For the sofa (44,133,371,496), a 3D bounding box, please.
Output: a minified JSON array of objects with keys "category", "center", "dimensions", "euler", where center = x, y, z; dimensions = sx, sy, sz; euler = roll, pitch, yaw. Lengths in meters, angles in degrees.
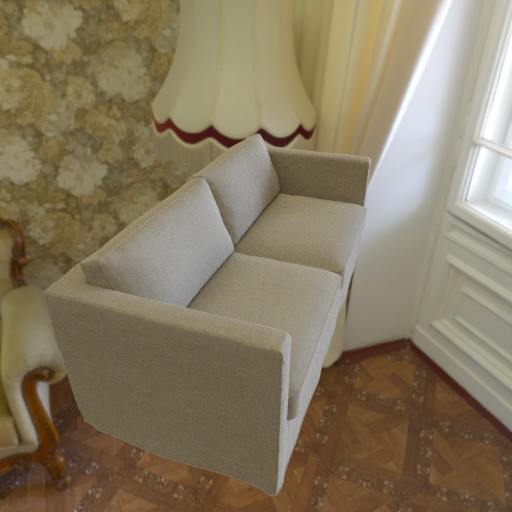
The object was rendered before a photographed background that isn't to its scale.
[{"category":"sofa","center":[0.000,0.000,2.393],"dimensions":[0.956,0.847,1.987],"euler":[11,32,17]}]
